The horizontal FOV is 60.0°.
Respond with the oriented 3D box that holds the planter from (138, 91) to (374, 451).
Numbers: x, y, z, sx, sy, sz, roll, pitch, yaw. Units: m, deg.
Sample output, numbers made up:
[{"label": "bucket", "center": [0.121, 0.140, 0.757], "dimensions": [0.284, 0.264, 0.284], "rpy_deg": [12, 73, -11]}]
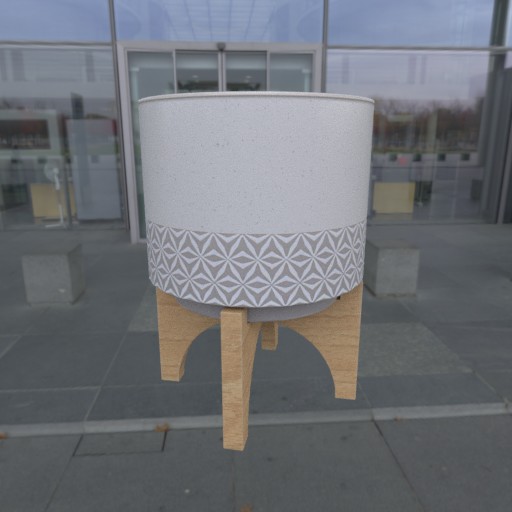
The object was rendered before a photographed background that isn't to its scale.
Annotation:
[{"label": "planter", "center": [0.000, 0.000, 0.397], "dimensions": [0.188, 0.260, 0.188], "rpy_deg": [0, 15, 0]}]
